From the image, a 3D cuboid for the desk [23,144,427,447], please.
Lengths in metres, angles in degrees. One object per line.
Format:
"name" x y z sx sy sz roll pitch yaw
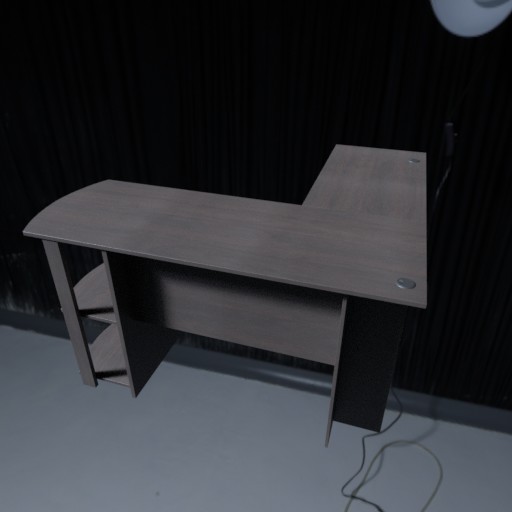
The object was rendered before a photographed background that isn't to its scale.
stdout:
"desk" 0.000 0.000 2.048 1.361 0.716 1.303 10 32 15
